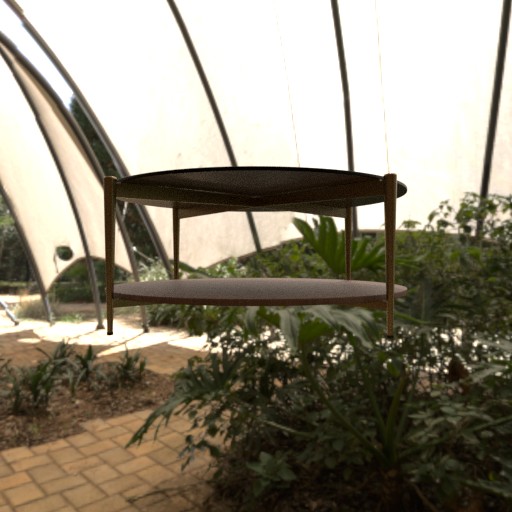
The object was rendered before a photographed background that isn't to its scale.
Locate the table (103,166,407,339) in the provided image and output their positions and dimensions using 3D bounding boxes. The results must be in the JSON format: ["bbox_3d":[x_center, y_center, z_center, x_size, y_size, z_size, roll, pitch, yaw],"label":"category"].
[{"bbox_3d":[0.000,0.000,1.451,0.938,0.400,0.938,0,0,19],"label":"table"}]
